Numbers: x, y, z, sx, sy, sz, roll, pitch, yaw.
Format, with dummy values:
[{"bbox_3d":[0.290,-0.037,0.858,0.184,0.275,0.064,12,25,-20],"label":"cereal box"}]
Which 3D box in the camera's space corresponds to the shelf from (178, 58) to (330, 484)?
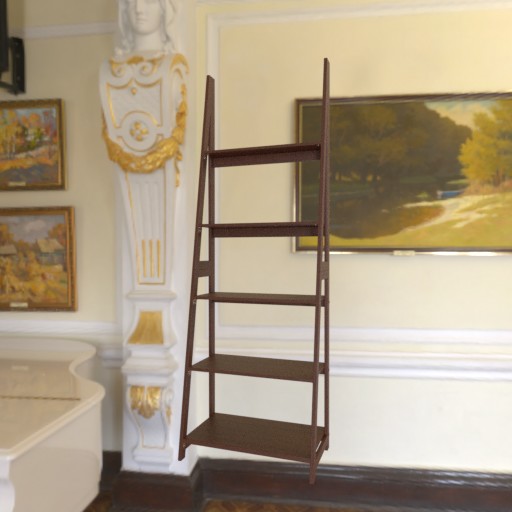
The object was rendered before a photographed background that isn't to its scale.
[{"bbox_3d":[0.000,0.000,1.976,0.600,1.770,0.350,0,1,19],"label":"shelf"}]
